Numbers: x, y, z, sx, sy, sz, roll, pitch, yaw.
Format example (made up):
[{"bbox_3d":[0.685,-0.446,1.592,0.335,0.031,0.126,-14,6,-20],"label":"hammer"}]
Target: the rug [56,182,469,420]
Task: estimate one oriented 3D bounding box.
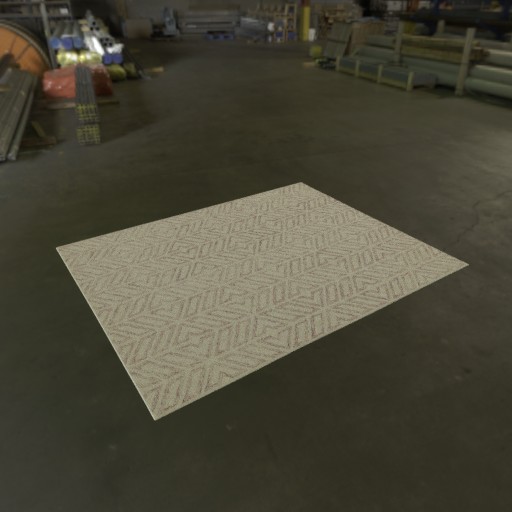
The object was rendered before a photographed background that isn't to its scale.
[{"bbox_3d":[0.000,0.000,4.164,3.045,0.008,2.421,-19,36,-29],"label":"rug"}]
